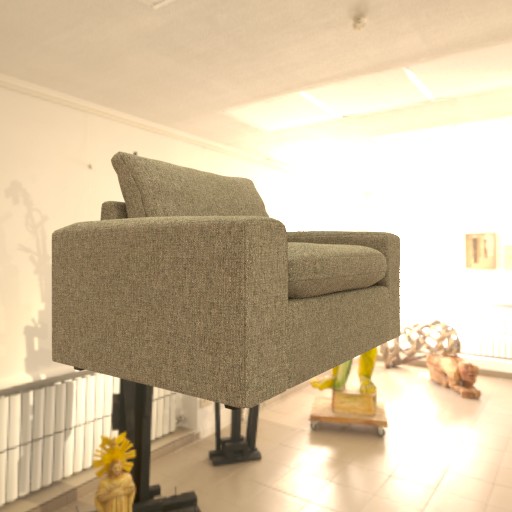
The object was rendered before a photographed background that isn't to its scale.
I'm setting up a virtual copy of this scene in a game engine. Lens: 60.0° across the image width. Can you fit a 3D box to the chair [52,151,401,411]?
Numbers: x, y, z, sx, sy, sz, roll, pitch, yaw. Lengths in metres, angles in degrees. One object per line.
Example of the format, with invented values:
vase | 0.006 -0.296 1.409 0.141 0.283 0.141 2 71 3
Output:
chair | 0.000 0.000 2.056 1.039 0.915 1.398 0 0 35
